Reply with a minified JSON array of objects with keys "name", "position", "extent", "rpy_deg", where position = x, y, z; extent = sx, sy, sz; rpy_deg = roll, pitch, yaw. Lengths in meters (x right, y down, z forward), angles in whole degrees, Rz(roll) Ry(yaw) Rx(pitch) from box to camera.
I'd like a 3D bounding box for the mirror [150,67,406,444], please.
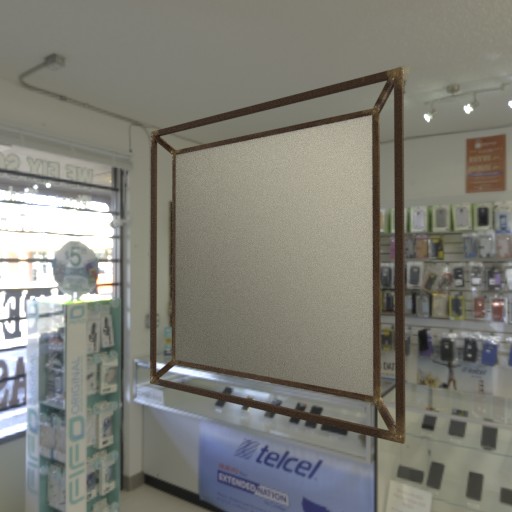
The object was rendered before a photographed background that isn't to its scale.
[{"name":"mirror","position":[0.000,0.000,0.909],"extent":[0.610,0.610,0.032],"rpy_deg":[-1,-1,36]}]
